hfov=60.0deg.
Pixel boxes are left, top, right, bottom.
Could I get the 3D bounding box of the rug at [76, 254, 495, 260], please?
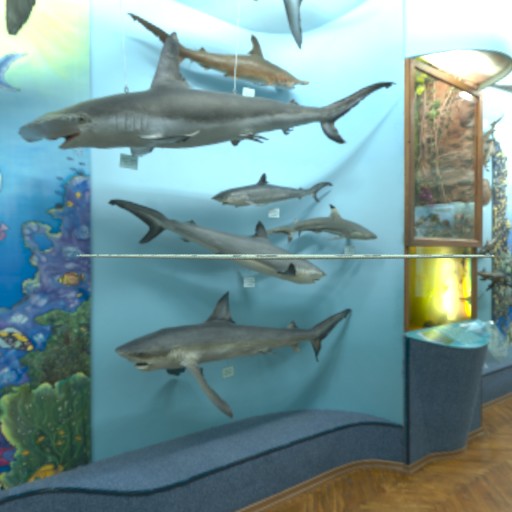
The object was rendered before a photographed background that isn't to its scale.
[{"bbox_3d":[0.000,0.000,3.765,2.211,0.021,2.910,0,0,-36],"label":"rug"}]
